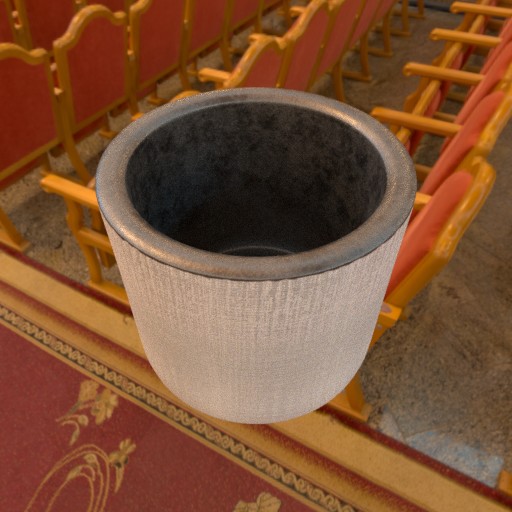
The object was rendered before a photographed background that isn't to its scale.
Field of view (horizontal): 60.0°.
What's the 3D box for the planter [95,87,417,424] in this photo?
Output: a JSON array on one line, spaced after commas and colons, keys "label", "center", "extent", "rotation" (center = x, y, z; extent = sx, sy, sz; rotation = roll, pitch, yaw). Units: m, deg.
[{"label": "planter", "center": [0.000, 0.000, 0.214], "extent": [0.125, 0.112, 0.125], "rotation": [0, 47, 0]}]
